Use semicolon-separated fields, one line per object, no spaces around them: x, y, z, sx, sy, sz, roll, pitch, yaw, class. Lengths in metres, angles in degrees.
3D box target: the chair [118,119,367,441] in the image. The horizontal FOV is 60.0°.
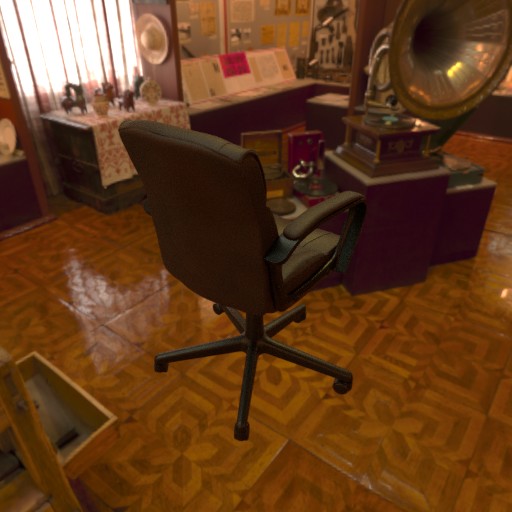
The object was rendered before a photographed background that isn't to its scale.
0.000;0.000;1.516;0.739;1.004;0.717;22;37;33;chair
